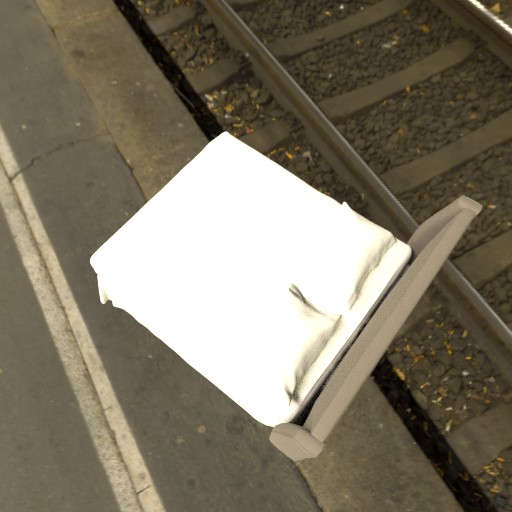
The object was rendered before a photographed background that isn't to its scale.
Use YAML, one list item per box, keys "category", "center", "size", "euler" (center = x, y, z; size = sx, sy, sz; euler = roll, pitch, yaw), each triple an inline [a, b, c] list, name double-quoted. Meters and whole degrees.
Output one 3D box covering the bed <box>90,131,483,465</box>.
- category: "bed"
  center: [0.000, 0.000, 3.416]
  size: [2.276, 1.332, 1.925]
  euler: [35, 69, 16]
